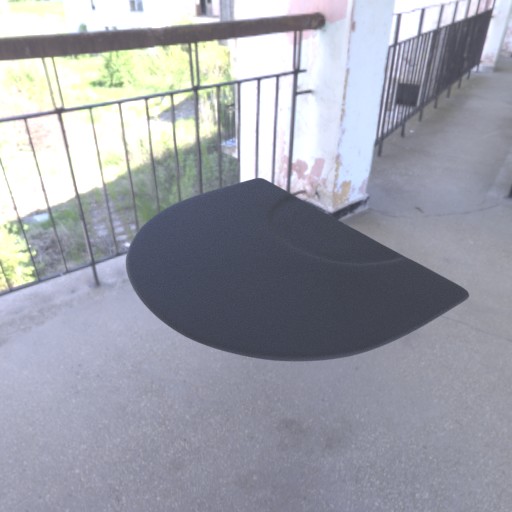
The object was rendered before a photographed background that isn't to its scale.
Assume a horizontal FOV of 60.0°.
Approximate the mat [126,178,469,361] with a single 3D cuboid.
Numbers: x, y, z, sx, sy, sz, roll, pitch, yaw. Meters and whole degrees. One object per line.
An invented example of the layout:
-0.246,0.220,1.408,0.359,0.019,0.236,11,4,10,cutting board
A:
0.000,0.000,1.669,0.917,0.016,1.220,-21,38,-29,mat
